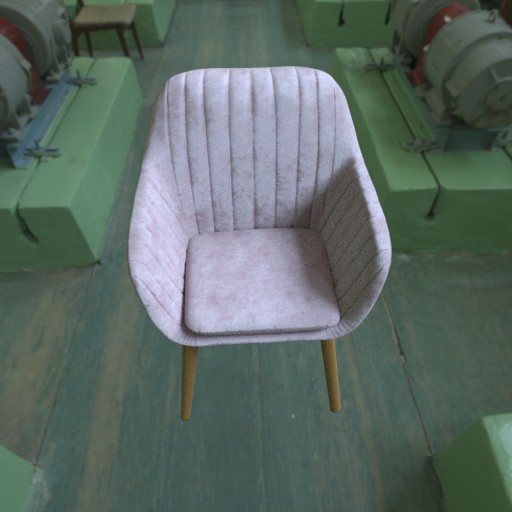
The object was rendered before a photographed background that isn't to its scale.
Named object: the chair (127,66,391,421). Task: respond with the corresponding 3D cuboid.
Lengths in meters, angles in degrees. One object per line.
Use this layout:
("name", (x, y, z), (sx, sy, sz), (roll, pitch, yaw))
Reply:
("chair", (0.000, 0.000, 1.252), (0.610, 0.832, 0.570), (-2, 46, -2))
